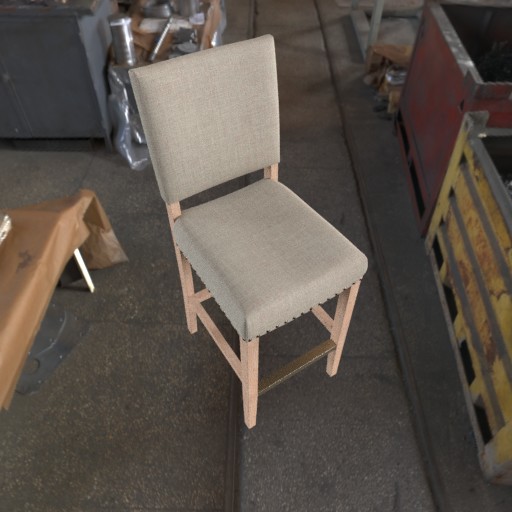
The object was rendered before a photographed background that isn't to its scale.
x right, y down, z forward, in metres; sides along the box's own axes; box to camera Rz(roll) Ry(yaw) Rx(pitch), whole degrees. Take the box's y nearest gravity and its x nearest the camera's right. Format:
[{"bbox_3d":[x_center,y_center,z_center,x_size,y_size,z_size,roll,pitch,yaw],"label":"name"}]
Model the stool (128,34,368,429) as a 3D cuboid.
[{"bbox_3d":[0.000,0.000,1.486,0.445,1.173,0.585,-25,52,-22],"label":"stool"}]
